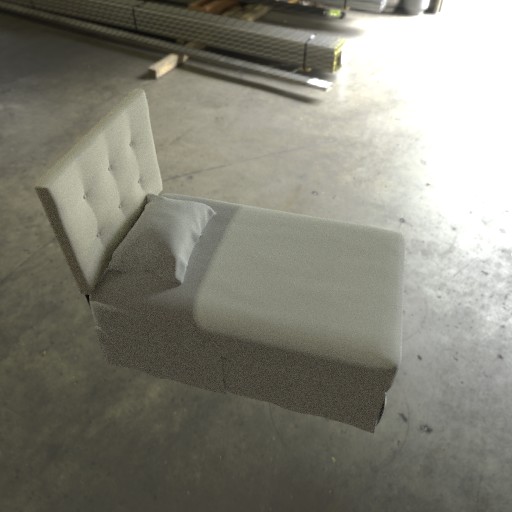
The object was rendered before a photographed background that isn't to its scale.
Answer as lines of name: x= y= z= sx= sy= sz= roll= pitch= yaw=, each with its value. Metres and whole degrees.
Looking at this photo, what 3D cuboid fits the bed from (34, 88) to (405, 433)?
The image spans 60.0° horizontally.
bed: x=0.000 y=0.000 z=2.924 sx=1.997 sy=1.571 sz=1.261 roll=11 pitch=46 yaw=10
